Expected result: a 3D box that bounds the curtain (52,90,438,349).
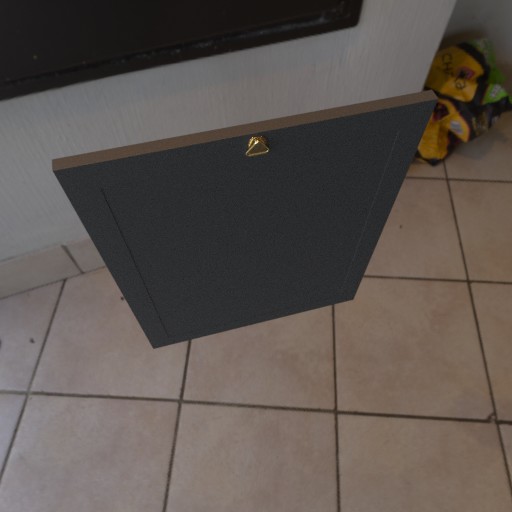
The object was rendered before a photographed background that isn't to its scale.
[{"bbox_3d":[0.000,0.000,0.789,0.483,0.585,0.027,-13,59,-8],"label":"curtain"}]
